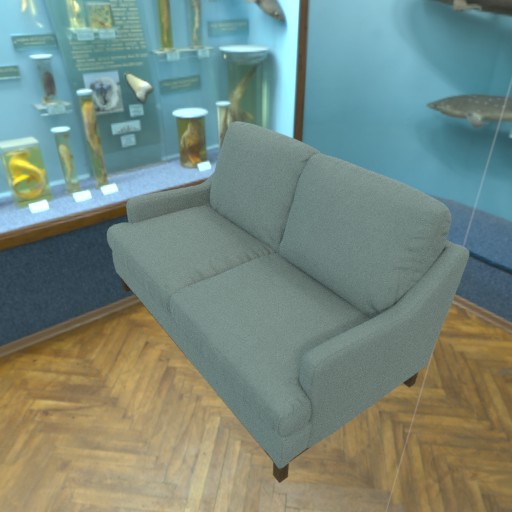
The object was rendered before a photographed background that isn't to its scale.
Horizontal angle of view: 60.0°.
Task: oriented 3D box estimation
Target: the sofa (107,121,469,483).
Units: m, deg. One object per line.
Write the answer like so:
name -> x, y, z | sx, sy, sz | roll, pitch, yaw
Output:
sofa -> 0.000, 0.000, 2.164 | 0.987, 0.921, 1.589 | -21, 38, -30
